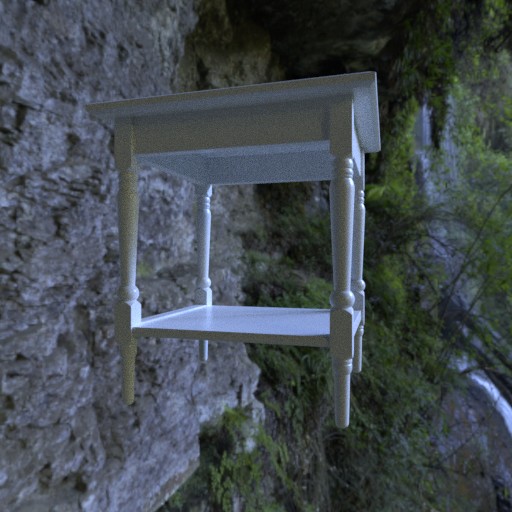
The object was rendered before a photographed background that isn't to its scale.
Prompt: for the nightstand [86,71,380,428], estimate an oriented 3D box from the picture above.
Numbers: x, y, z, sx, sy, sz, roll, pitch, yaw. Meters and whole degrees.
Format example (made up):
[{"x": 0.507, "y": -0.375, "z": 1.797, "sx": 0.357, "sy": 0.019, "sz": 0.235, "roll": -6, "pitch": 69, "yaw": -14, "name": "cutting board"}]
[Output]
[{"x": 0.000, "y": 0.000, "z": 0.946, "sx": 0.505, "sy": 0.555, "sz": 0.459, "roll": 0, "pitch": 0, "yaw": 16, "name": "nightstand"}]
